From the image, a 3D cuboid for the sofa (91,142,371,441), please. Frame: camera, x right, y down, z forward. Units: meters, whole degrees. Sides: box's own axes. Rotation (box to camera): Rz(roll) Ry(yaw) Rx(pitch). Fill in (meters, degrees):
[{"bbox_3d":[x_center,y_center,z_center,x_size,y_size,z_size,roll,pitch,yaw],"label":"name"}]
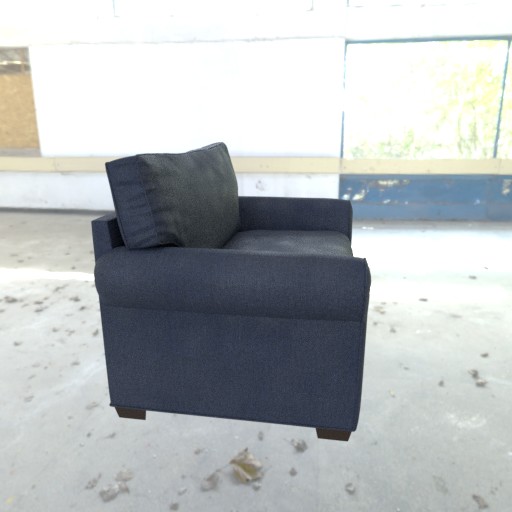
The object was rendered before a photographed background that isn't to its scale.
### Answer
[{"bbox_3d":[0.000,0.000,2.081,0.938,1.004,1.405,3,16,9],"label":"sofa"}]
